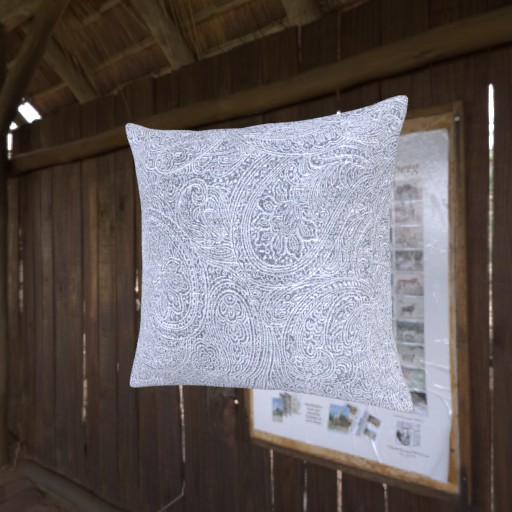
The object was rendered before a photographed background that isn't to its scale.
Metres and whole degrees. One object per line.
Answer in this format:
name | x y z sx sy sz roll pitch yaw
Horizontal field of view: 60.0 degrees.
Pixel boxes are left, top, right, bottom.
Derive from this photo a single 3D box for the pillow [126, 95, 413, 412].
pillow | 0.000 0.000 0.783 0.523 0.510 0.166 0 0 18
